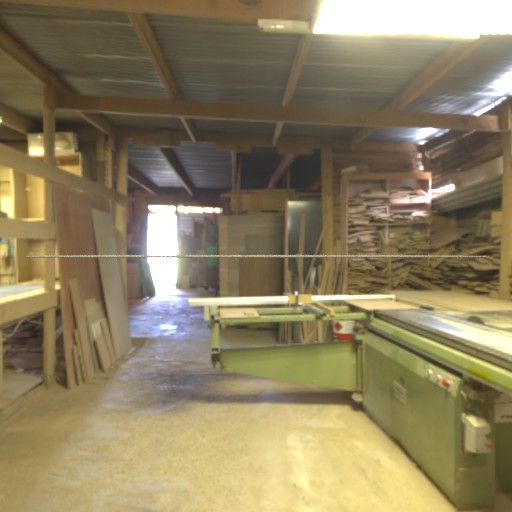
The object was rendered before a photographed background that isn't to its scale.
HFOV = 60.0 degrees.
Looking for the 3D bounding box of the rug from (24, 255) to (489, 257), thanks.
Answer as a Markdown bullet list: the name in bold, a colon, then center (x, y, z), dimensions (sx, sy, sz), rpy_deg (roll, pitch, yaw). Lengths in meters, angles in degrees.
- **rug**: center (0.000, 0.000, 3.068), dimensions (2.438, 0.008, 1.523), rpy_deg (0, 0, -1)
